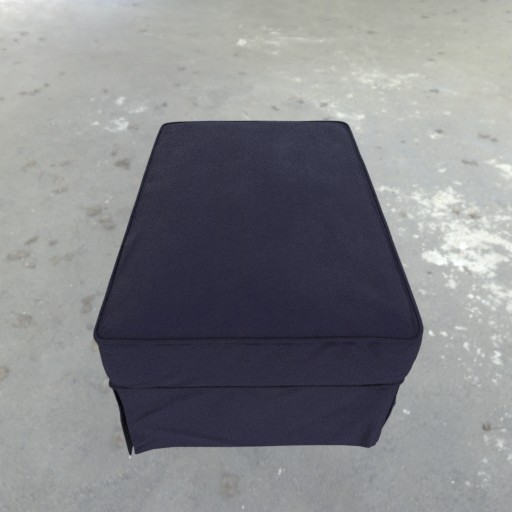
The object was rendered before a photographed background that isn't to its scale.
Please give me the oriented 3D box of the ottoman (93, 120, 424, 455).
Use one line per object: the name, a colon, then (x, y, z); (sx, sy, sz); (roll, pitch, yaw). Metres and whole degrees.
ottoman: (0.000, 0.000, 1.275); (0.637, 0.503, 0.938); (0, 42, 0)
